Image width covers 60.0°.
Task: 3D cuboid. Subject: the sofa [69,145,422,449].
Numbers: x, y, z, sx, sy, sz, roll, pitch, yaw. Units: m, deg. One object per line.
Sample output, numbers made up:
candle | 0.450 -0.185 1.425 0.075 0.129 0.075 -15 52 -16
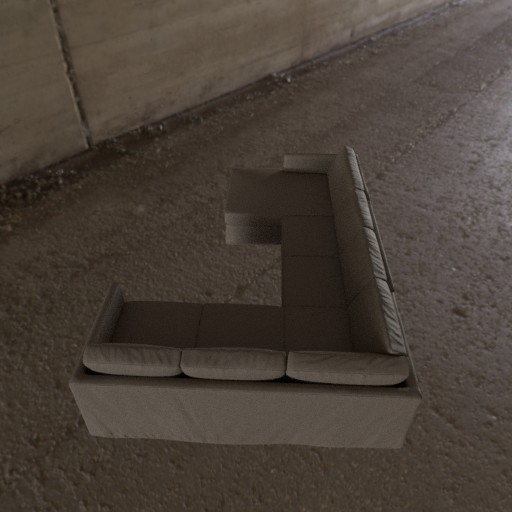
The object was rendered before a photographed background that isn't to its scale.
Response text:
sofa | 0.000 0.000 4.472 2.476 0.878 3.528 2 40 2
